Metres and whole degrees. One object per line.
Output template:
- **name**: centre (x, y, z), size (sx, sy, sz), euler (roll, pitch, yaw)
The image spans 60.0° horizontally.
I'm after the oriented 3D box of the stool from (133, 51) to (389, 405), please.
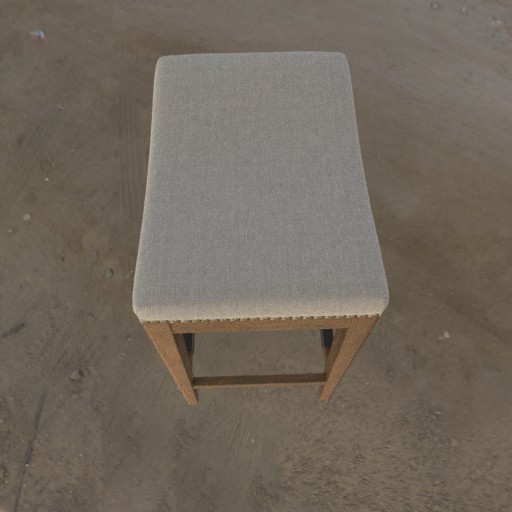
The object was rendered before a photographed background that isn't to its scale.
- **stool**: centre (0.000, 0.000, 0.950), size (0.356, 0.660, 0.508), euler (-2, 63, -1)
